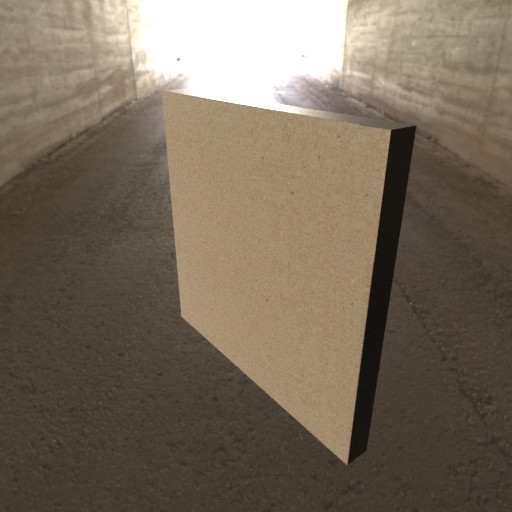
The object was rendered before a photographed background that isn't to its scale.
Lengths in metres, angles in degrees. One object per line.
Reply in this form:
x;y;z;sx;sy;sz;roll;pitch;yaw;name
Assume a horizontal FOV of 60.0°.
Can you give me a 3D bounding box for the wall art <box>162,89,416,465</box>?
0.000;0.000;0.485;0.029;0.318;0.327;-19;31;-33;wall art
